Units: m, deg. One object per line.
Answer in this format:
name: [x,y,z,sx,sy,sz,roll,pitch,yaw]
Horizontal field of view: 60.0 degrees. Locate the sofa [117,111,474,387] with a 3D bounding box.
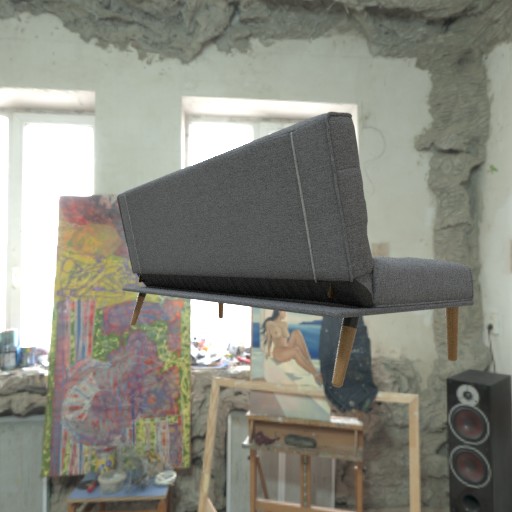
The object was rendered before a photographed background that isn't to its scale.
sofa: [0.000,0.000,2.220,0.810,0.830,1.820,1,-2,-36]
